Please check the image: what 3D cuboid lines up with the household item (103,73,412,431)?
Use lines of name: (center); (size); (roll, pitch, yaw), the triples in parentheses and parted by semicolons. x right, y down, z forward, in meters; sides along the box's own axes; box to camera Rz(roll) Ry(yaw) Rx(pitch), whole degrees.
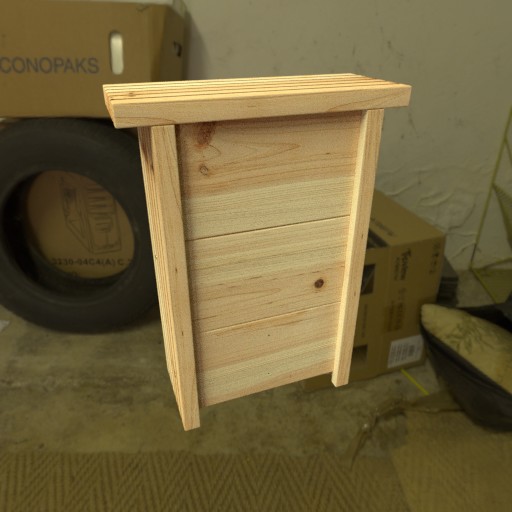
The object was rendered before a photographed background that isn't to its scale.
household item: (0.000, 0.000, 0.561); (0.301, 0.407, 0.123); (-10, 30, -18)
